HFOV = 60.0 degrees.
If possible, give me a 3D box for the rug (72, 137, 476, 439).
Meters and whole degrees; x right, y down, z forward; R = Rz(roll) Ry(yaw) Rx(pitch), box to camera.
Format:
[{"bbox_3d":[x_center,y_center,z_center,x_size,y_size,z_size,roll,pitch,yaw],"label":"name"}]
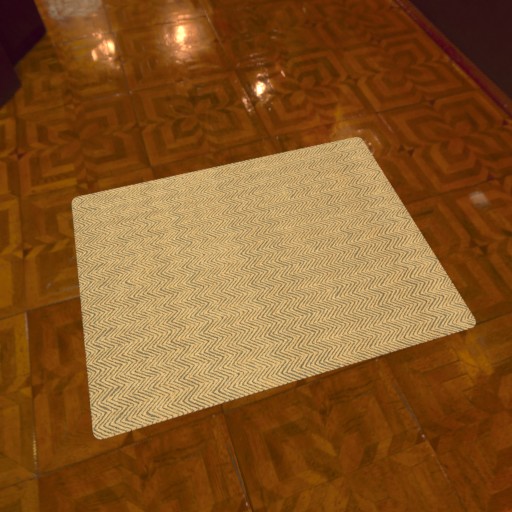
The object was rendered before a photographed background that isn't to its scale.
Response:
[{"bbox_3d":[0.000,0.000,4.139,3.207,0.014,2.439,-14,58,-9],"label":"rug"}]
